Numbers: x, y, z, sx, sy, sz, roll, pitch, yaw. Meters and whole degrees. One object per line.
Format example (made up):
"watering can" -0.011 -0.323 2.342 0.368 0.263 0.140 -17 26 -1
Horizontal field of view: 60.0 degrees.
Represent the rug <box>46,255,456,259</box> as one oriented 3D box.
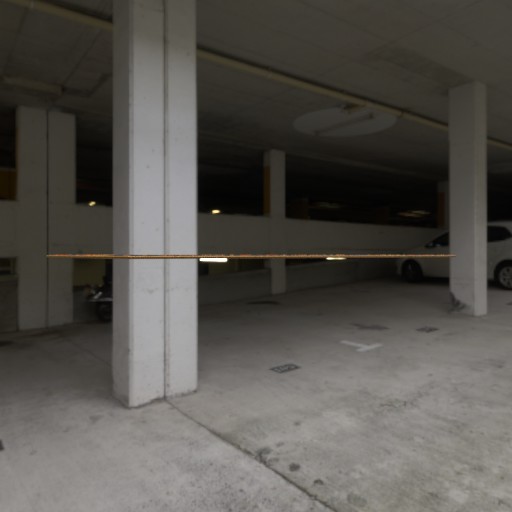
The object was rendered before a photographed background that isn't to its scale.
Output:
"rug" 0.000 0.000 2.261 1.758 0.013 1.148 0 0 -36
